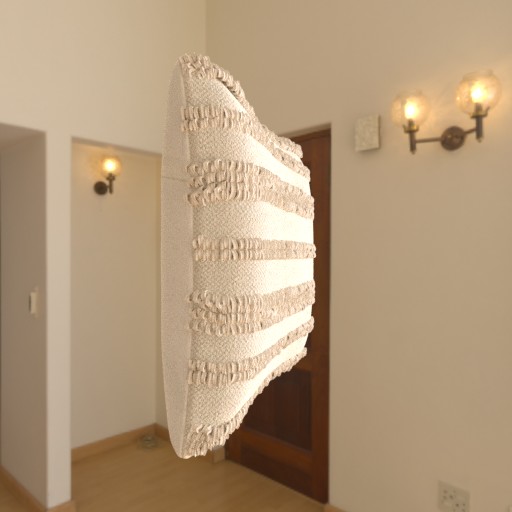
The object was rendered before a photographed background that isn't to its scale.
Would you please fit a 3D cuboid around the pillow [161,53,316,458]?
[{"bbox_3d":[0.000,0.000,0.650,0.145,0.427,0.437,0,0,19],"label":"pillow"}]
